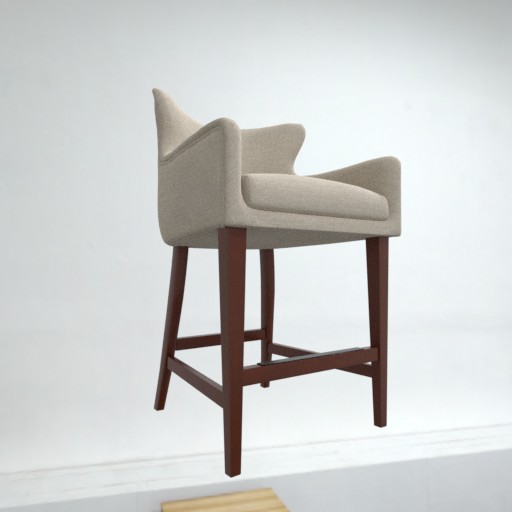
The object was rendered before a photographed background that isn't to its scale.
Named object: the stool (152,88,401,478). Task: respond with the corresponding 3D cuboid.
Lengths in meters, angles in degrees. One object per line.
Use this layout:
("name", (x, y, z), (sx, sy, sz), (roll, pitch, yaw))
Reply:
("stool", (0.000, 0.000, 1.364), (0.615, 0.987, 0.637), (1, -2, -36))
